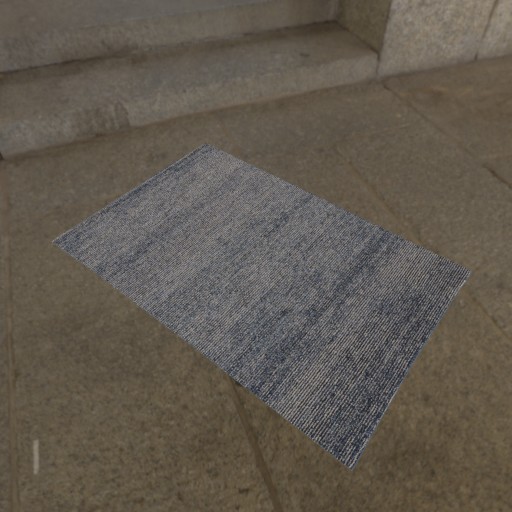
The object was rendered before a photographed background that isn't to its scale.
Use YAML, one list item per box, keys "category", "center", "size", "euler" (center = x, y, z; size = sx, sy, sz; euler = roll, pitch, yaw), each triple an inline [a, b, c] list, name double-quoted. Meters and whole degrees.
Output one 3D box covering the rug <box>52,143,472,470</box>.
- category: "rug"
  center: [0.000, 0.000, 2.165]
  size: [1.740, 0.010, 1.135]
  euler: [31, 54, 25]
